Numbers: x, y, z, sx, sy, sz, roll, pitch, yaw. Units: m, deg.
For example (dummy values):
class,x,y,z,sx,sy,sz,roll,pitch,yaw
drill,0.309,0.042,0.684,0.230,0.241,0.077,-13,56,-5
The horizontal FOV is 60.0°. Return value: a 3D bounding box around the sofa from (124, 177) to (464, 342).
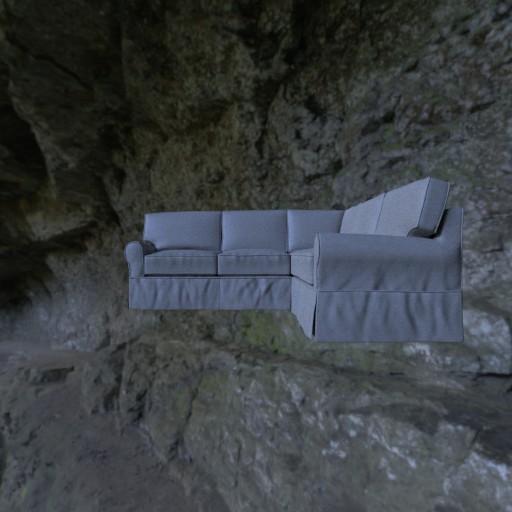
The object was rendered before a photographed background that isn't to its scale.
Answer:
class,x,y,z,sx,sy,sz,roll,pitch,yaw
sofa,0.000,0.000,4.042,2.618,1.081,2.623,0,0,0
